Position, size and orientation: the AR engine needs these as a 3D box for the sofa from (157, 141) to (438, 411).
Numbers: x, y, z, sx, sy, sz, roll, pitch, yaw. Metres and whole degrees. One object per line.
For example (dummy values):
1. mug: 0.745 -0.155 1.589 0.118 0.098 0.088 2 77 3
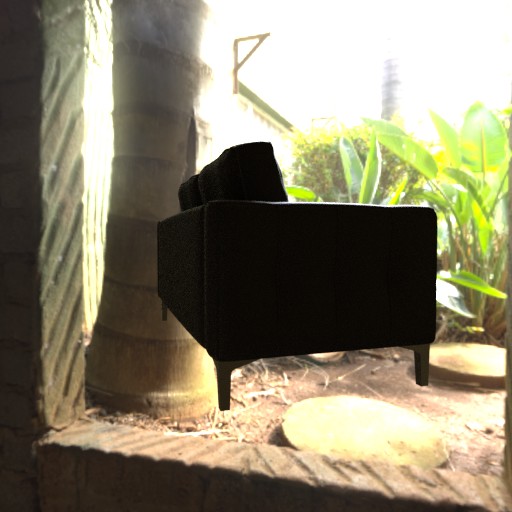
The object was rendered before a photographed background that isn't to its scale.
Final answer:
1. sofa: 0.000 0.000 2.247 0.833 0.893 1.726 -1 2 -18
